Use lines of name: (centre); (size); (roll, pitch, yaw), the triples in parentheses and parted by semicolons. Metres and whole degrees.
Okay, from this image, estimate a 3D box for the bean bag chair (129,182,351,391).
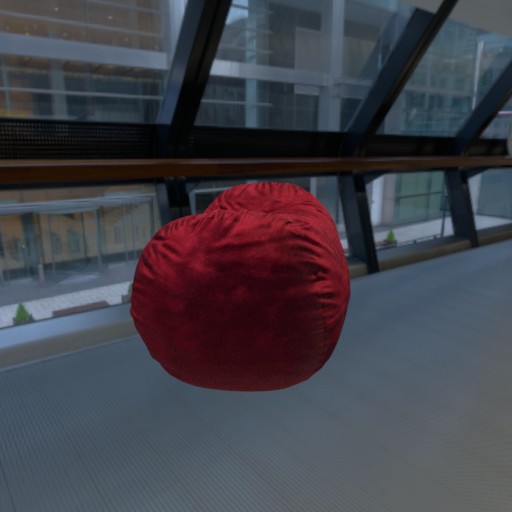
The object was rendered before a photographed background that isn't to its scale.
bean bag chair: (0.000, 0.000, 2.976); (1.216, 0.867, 2.293); (2, 15, 7)
